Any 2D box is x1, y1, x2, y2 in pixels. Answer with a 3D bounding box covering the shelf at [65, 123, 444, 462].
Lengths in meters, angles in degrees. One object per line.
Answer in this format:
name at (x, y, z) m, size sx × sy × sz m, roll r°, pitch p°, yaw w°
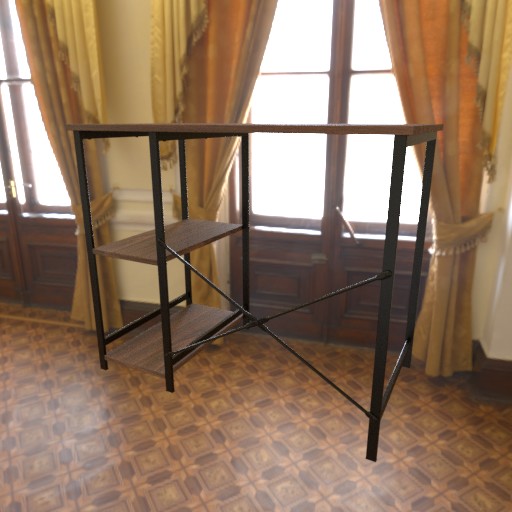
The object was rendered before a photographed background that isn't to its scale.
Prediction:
shelf at (0.000, 0.000, 1.315) m, size 0.902 × 0.750 × 0.498 m, roll 9°, pitch 19°, yaw 26°
